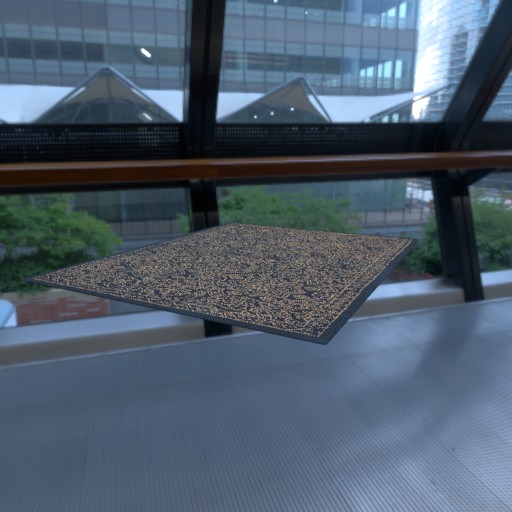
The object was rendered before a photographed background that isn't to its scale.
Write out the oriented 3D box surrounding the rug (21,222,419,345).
[{"bbox_3d":[0.000,0.000,4.115,2.438,0.010,3.048,7,15,27],"label":"rug"}]
